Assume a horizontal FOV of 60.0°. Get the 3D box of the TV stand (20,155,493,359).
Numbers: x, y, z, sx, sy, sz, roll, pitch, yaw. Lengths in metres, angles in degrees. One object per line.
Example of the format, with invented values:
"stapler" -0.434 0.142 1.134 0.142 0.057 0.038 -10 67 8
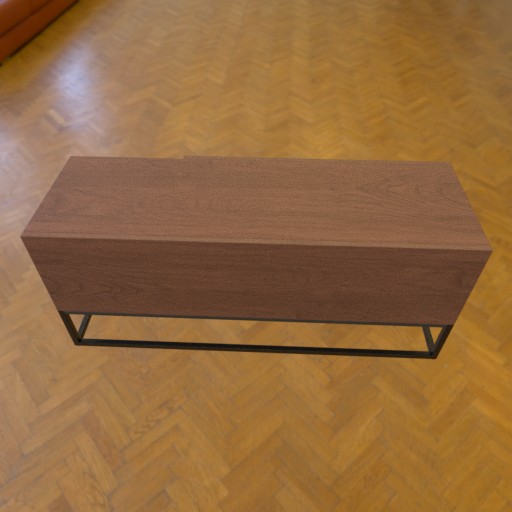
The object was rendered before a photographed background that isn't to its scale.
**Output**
"TV stand" 0.000 0.000 1.445 1.200 0.500 0.415 2 45 2
